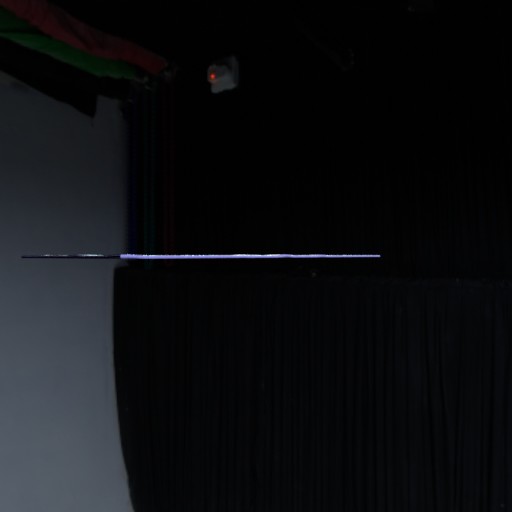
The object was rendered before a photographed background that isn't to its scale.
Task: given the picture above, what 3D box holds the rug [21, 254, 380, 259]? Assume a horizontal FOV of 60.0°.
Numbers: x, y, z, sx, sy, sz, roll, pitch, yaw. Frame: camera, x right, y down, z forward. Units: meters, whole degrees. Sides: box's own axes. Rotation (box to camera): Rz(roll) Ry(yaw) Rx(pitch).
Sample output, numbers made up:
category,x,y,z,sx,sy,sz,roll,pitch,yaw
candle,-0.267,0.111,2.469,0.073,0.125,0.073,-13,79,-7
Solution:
category,x,y,z,sx,sy,sz,roll,pitch,yaw
rug,0.000,0.000,2.458,0.602,0.016,2.283,0,0,35
